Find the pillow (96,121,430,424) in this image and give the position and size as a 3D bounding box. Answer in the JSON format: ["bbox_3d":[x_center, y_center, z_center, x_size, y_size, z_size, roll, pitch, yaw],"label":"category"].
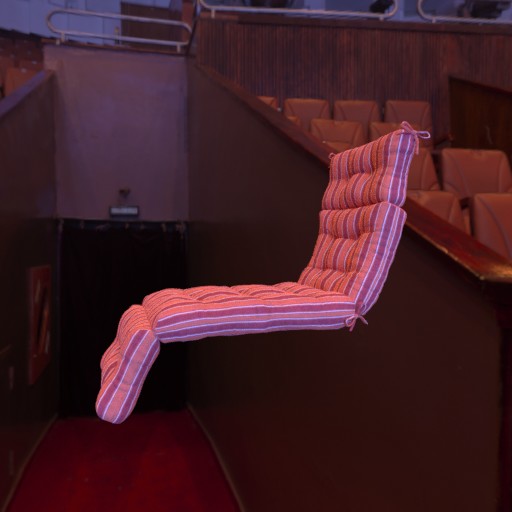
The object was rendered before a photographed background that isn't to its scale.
[{"bbox_3d":[0.000,0.000,1.504,1.016,0.863,0.526,-1,2,-18],"label":"pillow"}]
